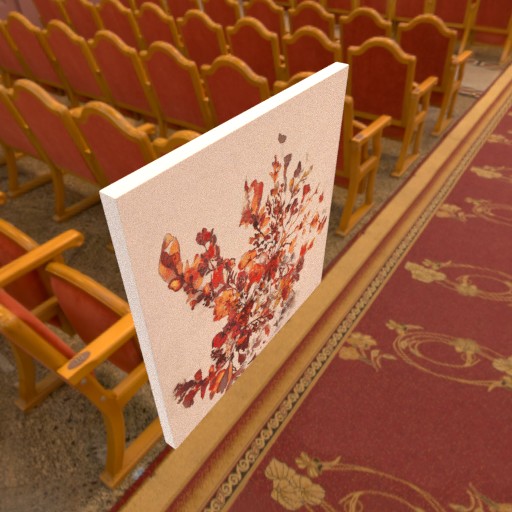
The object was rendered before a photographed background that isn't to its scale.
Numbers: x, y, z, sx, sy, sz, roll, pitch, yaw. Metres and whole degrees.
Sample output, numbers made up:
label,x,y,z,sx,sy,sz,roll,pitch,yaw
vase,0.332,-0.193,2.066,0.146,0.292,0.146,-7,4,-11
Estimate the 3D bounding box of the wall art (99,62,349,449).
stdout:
label,x,y,z,sx,sy,sz,roll,pitch,yaw
wall art,0.000,0.000,1.130,0.037,0.757,0.757,25,46,26
